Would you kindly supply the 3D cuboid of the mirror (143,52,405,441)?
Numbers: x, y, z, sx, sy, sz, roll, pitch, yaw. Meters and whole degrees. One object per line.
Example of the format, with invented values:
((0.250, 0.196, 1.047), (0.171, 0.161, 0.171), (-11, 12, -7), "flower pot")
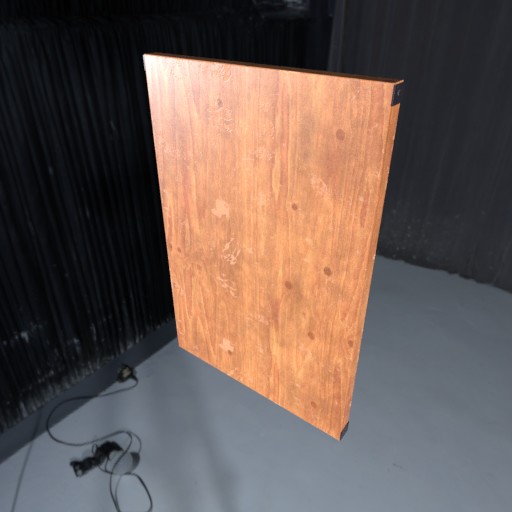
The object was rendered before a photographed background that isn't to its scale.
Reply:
((0.000, 0.000, 0.949), (0.517, 0.761, 0.053), (21, 37, 31), "mirror")
